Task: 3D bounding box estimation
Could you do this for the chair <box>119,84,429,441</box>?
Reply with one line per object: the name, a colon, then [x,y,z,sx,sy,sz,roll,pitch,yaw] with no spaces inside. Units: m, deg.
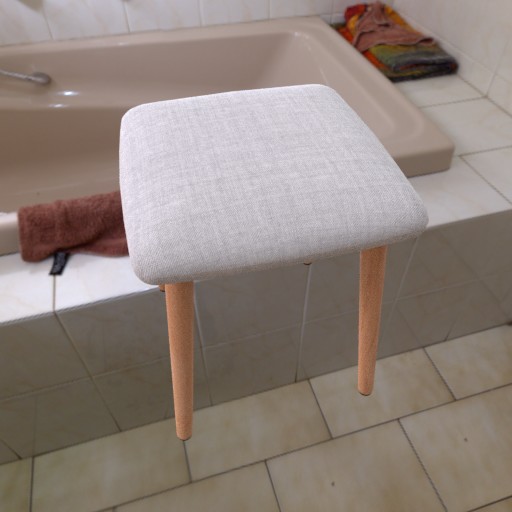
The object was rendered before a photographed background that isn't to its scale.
chair: [0.000,0.000,0.709,0.350,0.440,0.350,-10,47,-10]
